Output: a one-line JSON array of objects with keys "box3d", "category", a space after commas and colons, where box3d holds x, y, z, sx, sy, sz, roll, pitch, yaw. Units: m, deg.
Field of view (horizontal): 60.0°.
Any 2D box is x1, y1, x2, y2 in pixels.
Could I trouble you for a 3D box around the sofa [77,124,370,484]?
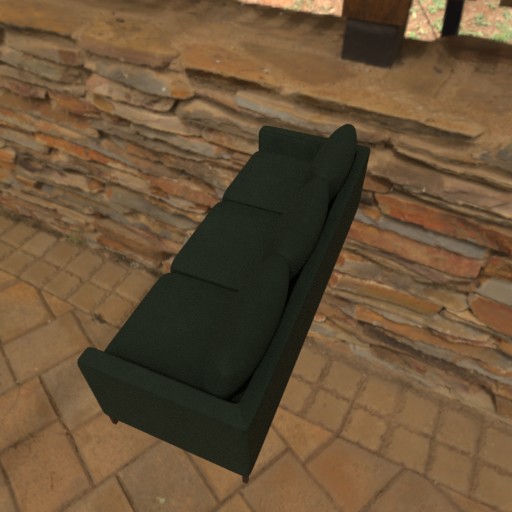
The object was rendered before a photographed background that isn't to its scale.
[{"box3d": [0.000, 0.000, 2.710, 0.859, 0.870, 2.218, 17, 48, 16], "category": "sofa"}]
